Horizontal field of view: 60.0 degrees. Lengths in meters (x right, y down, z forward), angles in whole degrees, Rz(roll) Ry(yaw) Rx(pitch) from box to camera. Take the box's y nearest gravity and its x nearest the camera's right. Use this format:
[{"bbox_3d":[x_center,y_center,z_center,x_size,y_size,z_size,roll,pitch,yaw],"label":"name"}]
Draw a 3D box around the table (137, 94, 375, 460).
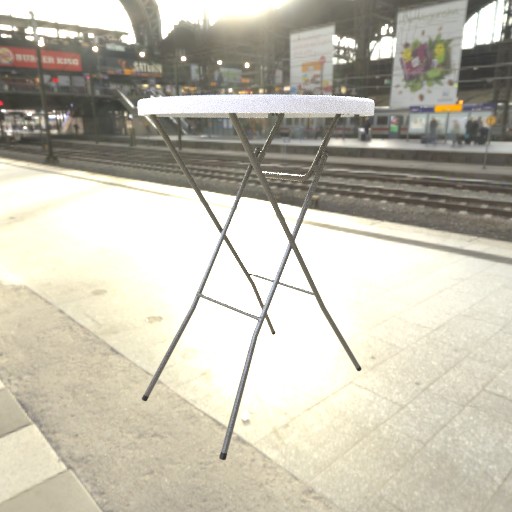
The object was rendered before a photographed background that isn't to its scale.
[{"bbox_3d":[0.000,0.000,1.682,0.792,1.105,0.795,15,22,42],"label":"table"}]
